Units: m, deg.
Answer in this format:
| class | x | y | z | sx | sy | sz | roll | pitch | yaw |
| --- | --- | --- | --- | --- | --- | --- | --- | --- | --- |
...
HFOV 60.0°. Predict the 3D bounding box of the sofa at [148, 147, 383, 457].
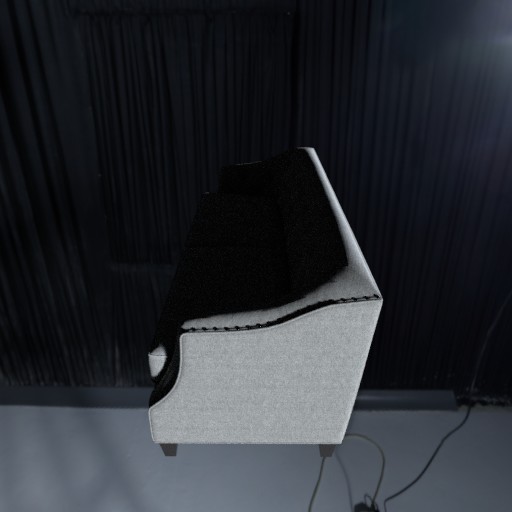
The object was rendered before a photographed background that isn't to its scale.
| class | x | y | z | sx | sy | sz | roll | pitch | yaw |
| --- | --- | --- | --- | --- | --- | --- | --- | --- | --- |
| sofa | 0.000 | 0.000 | 2.730 | 0.914 | 0.901 | 2.235 | 0 | 27 | 0 |
